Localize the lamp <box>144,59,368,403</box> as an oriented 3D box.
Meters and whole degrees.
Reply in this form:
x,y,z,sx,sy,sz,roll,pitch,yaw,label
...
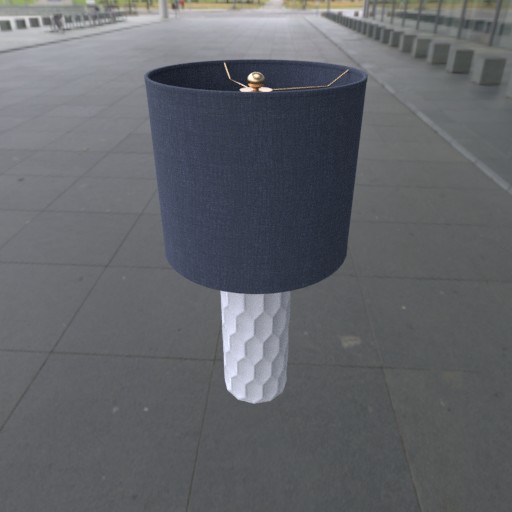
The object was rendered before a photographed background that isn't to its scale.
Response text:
x,y,z,sx,sy,sz,roll,pitch,yaw,label
0.000,0.000,0.694,0.277,0.537,0.277,9,31,15,lamp
